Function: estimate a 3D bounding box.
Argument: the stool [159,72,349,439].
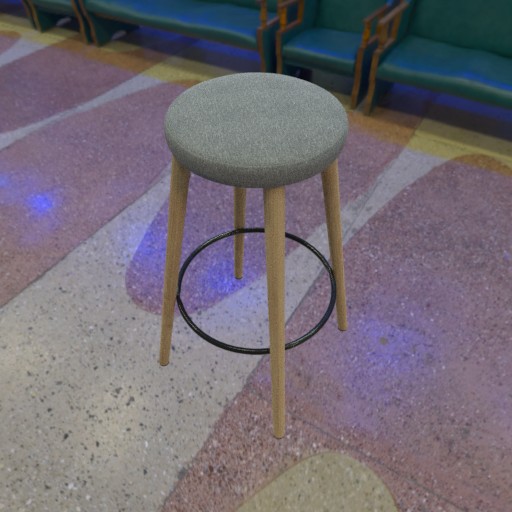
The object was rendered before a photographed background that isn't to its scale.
[{"bbox_3d":[0.000,0.000,1.031,0.410,0.770,0.410,25,52,21],"label":"stool"}]
